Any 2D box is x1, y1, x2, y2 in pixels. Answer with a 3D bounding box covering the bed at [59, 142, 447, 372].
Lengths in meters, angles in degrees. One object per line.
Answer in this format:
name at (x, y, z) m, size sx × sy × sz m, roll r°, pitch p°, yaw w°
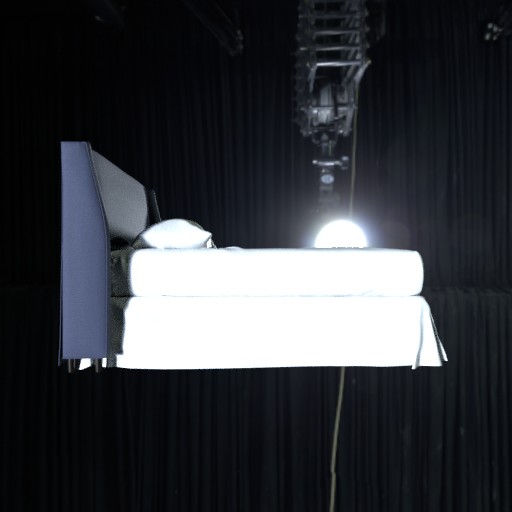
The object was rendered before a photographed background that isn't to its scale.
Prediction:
bed at (0.000, 0.000, 3.460) m, size 2.276 × 1.332 × 1.925 m, roll 0°, pitch 0°, yaw -1°
